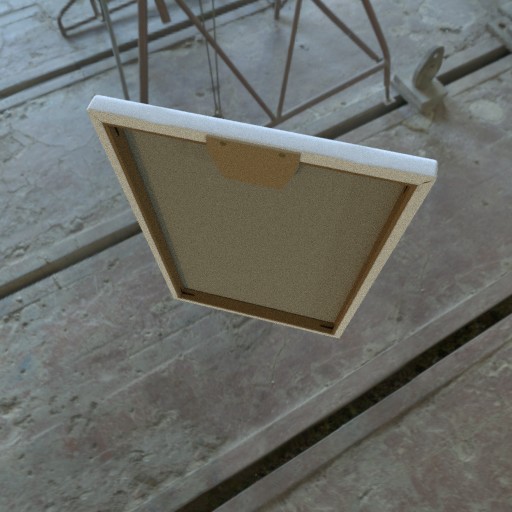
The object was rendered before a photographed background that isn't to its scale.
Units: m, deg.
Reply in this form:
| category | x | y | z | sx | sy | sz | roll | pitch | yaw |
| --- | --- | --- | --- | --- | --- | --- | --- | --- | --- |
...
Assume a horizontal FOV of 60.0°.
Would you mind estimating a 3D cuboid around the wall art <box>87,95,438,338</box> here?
| category | x | y | z | sx | sy | sz | roll | pitch | yaw |
| --- | --- | --- | --- | --- | --- | --- | --- | --- | --- |
| wall art | 0.000 | 0.000 | 1.154 | 0.602 | 0.916 | 0.048 | 13 | 64 | 6 |
